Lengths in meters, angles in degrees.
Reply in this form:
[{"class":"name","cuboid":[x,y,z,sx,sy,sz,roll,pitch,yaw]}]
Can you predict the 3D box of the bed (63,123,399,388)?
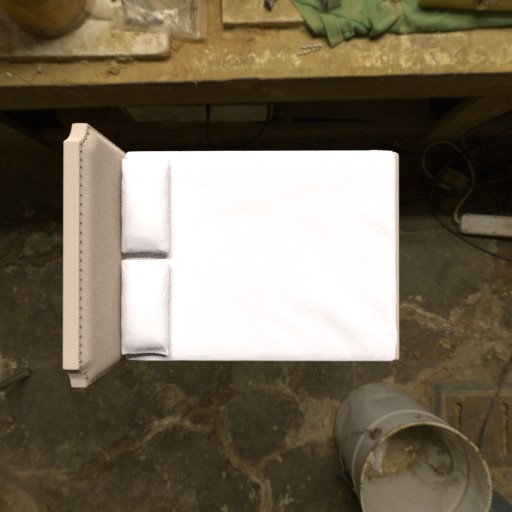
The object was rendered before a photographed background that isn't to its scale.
[{"class":"bed","cuboid":[0.000,0.000,3.381,2.329,1.415,1.703,0,90,1]}]
